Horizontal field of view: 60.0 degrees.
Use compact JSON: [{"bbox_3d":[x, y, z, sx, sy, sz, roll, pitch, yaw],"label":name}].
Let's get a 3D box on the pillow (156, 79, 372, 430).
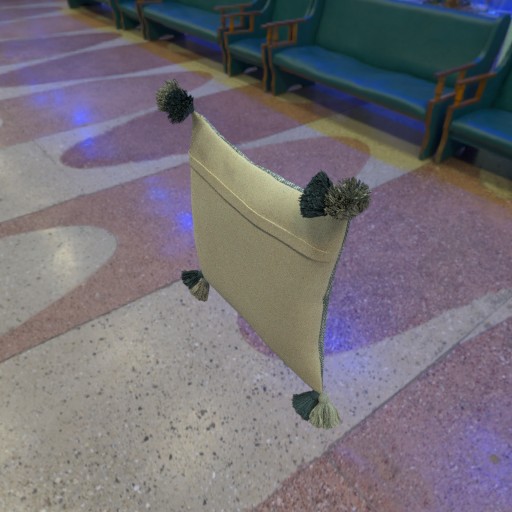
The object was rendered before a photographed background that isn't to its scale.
[{"bbox_3d":[0.000,0.000,0.954,0.138,0.634,0.614,-25,47,-27],"label":"pillow"}]
